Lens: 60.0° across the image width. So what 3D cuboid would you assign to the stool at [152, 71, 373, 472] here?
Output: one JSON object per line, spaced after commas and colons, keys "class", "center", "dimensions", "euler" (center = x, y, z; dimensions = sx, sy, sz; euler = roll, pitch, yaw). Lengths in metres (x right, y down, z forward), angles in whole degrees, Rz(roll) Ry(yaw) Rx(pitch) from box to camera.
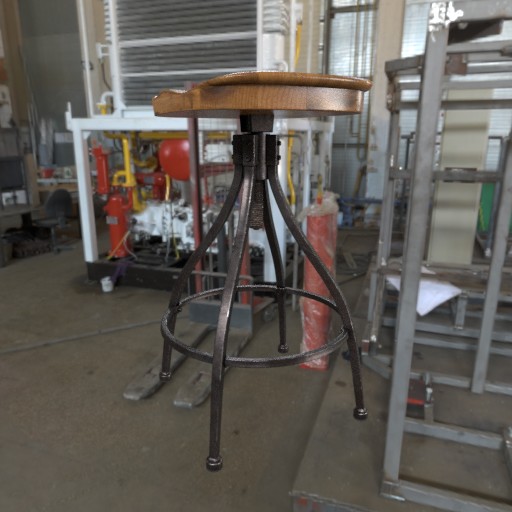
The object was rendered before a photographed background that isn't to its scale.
{"class": "stool", "center": [0.000, 0.000, 0.963], "dimensions": [0.424, 0.694, 0.432], "euler": [-7, 17, -25]}
